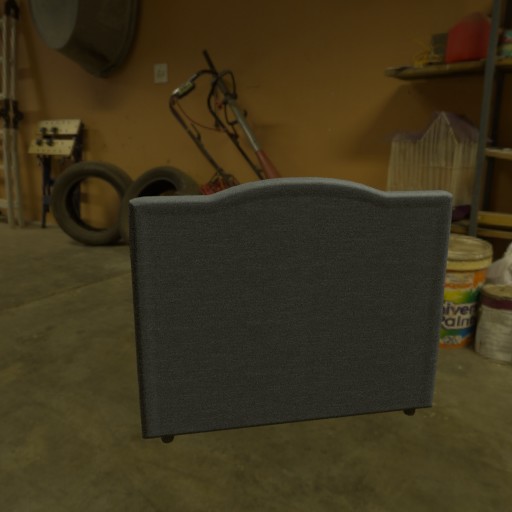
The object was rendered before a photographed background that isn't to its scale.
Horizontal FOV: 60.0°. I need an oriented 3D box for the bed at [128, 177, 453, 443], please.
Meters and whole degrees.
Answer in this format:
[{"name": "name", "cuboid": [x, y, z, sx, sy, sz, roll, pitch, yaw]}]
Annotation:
[{"name": "bed", "cuboid": [0.000, 0.000, 3.548, 1.747, 1.441, 2.507, -3, 15, -10]}]
